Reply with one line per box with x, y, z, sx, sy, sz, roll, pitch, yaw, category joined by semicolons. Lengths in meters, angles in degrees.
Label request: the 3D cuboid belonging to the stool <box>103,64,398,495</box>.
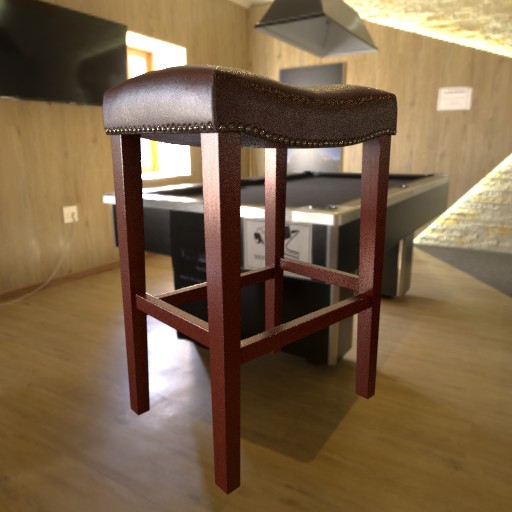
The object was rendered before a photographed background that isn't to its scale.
0.000;0.000;0.993;0.504;0.742;0.372;-13;20;-41;stool
